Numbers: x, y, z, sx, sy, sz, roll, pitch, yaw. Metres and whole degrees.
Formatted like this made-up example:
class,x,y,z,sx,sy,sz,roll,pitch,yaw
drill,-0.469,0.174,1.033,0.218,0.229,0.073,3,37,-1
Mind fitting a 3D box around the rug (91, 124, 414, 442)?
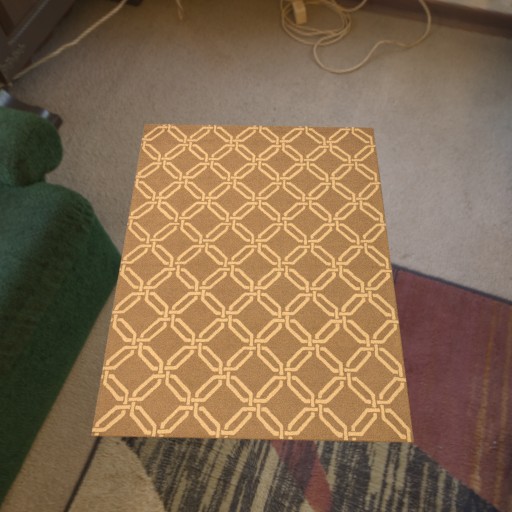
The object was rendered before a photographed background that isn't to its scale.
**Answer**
class,x,y,z,sx,sy,sz,roll,pitch,yaw
rug,0.000,0.000,3.780,2.288,0.018,2.895,1,64,0
